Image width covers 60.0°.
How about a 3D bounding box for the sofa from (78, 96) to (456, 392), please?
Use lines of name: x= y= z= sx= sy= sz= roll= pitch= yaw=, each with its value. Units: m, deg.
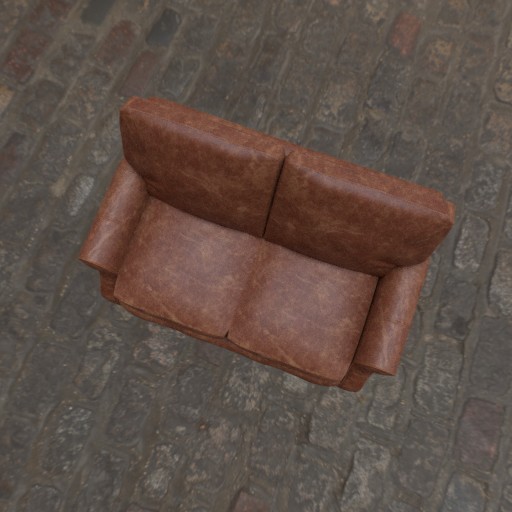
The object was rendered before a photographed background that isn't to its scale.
sofa: x=0.000 y=0.000 z=2.248 sx=1.616 sy=0.967 sz=0.990 roll=20 pitch=78 yaw=4
